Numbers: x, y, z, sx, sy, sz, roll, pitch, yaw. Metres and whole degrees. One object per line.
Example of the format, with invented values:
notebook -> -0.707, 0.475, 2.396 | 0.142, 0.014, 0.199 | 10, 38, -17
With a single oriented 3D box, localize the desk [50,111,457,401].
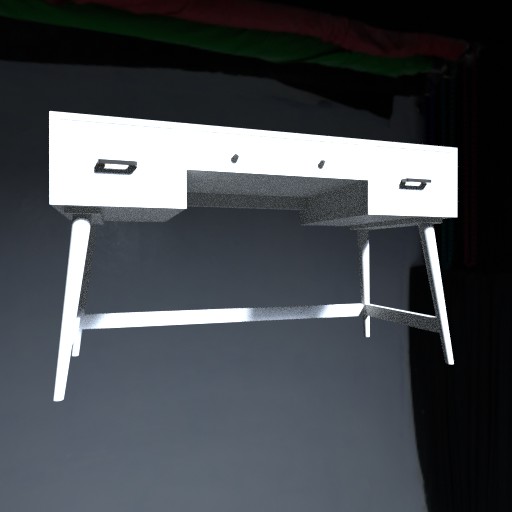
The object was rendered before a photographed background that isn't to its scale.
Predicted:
desk -> 0.000, 0.000, 1.626 | 1.313, 0.762, 0.589 | 0, 0, -18
